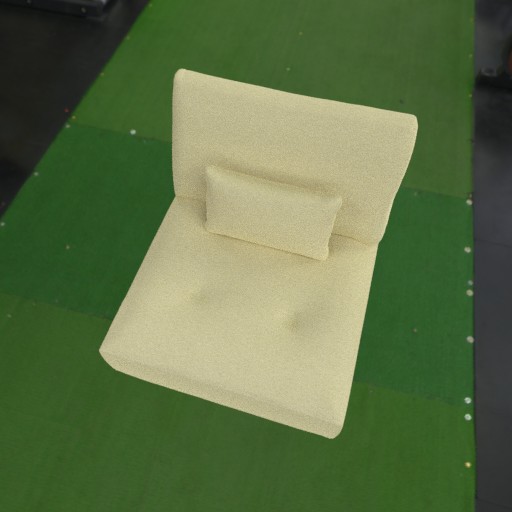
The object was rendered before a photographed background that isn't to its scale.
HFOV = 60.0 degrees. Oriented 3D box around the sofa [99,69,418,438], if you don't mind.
[{"bbox_3d":[0.000,0.000,1.711,0.930,0.820,1.000,15,61,8],"label":"sofa"}]
